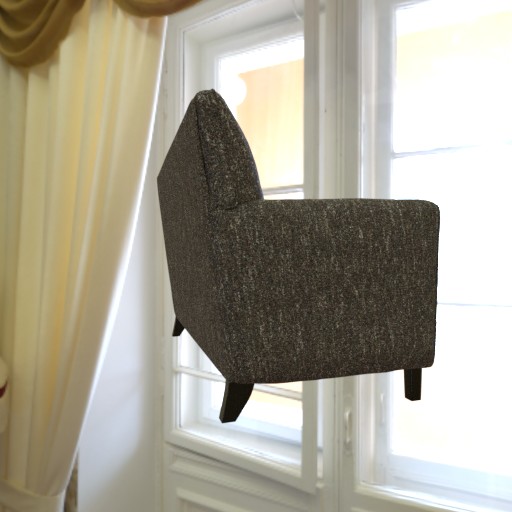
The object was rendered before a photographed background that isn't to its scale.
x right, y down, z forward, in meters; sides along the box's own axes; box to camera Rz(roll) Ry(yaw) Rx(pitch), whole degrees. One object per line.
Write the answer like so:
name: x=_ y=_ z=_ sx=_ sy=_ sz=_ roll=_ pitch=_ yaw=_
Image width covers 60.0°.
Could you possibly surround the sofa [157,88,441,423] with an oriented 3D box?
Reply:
sofa: x=0.000 y=0.000 z=2.019 sx=0.801 sy=0.946 sz=1.519 roll=0 pitch=1 yaw=-17
